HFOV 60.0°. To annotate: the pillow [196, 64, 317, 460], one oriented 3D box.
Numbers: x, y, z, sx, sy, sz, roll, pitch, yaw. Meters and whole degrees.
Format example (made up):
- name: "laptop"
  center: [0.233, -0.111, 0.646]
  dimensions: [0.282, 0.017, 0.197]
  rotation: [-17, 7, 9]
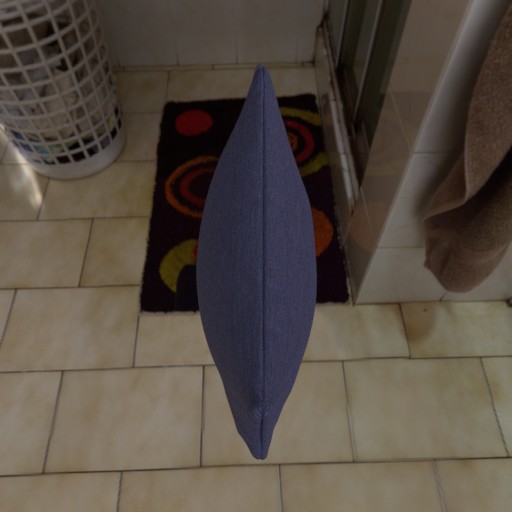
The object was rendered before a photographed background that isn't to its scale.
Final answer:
- name: "pillow"
  center: [0.000, 0.000, 0.796]
  dimensions: [0.210, 0.338, 0.633]
  rotation: [0, 59, 0]
